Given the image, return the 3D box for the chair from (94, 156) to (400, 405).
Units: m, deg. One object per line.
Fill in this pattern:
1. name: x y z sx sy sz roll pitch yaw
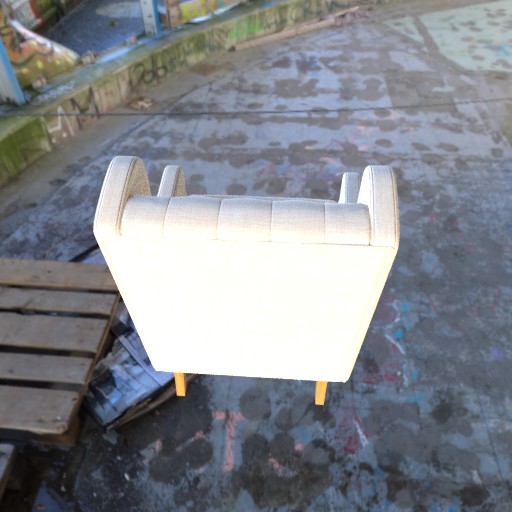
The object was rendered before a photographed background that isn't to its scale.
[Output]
1. chair: 0.000 0.000 1.452 0.710 0.930 0.760 3 45 3
